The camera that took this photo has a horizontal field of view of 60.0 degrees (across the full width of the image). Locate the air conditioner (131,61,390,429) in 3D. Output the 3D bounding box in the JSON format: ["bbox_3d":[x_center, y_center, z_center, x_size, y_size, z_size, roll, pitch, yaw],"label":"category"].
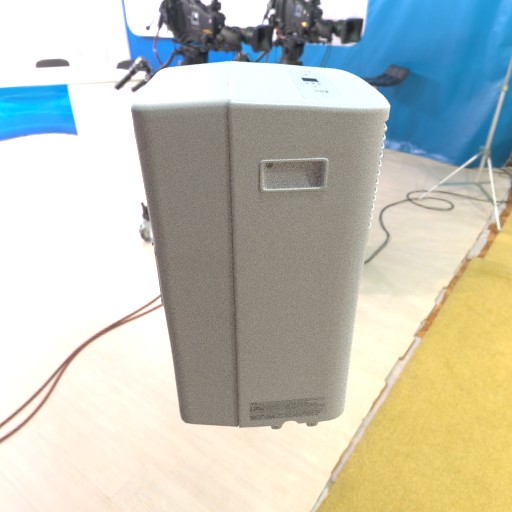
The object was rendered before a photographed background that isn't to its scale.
[{"bbox_3d":[0.000,0.000,0.794,0.349,0.606,0.304,-1,32,-2],"label":"air conditioner"}]
